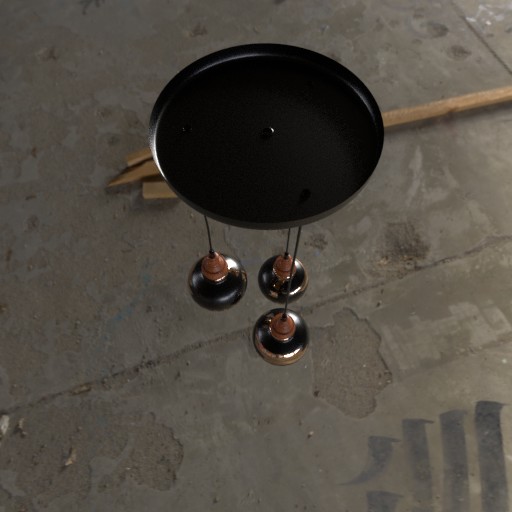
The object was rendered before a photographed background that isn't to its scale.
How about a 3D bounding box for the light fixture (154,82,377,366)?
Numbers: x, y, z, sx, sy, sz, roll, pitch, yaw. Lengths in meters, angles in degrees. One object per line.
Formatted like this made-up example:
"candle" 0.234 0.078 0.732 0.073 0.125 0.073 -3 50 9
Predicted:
"light fixture" 0.000 0.000 1.683 0.605 1.410 0.608 0 63 0
